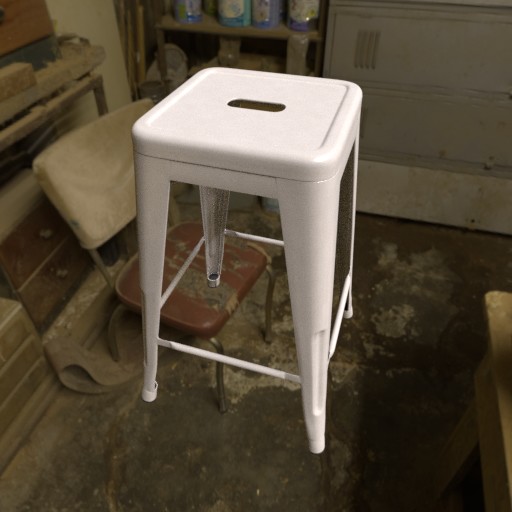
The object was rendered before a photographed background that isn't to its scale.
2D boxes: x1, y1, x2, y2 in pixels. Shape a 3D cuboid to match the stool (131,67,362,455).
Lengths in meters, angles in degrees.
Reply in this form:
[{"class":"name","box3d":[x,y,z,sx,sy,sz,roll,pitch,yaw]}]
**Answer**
[{"class":"stool","box3d":[0.000,0.000,0.868,0.406,0.610,0.406,12,42,13]}]
